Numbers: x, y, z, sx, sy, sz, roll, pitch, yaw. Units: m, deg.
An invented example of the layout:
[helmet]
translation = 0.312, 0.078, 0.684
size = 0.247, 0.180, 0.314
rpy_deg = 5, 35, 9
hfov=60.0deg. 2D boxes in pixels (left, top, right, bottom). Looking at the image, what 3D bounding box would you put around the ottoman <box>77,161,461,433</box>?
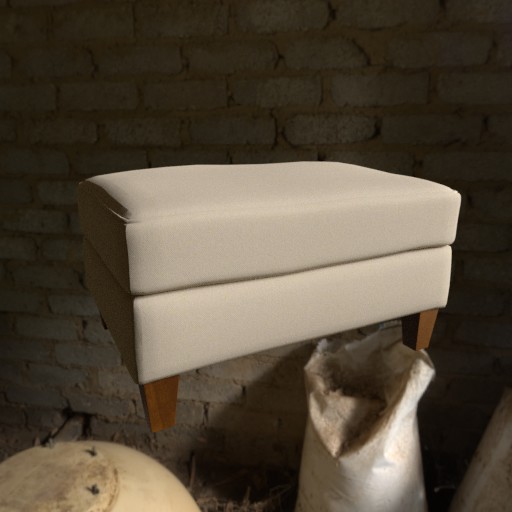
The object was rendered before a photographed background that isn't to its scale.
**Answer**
[ottoman]
translation = 0.000, 0.000, 1.190
size = 0.818, 0.485, 0.634
rpy_deg = -8, 18, -27
